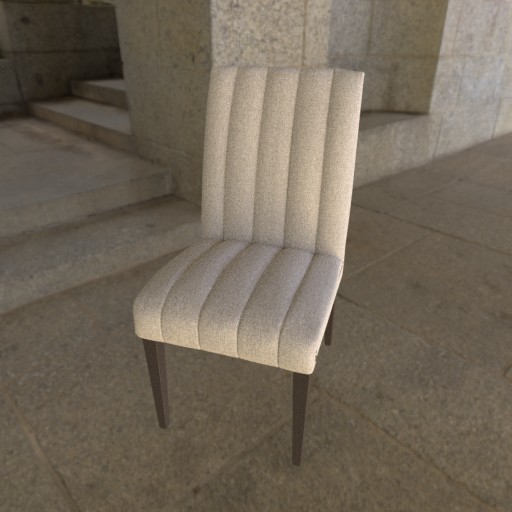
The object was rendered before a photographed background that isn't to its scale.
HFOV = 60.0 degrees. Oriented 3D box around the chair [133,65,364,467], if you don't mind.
[{"bbox_3d":[0.000,0.000,1.341,0.511,1.016,0.647,9,29,16],"label":"chair"}]
